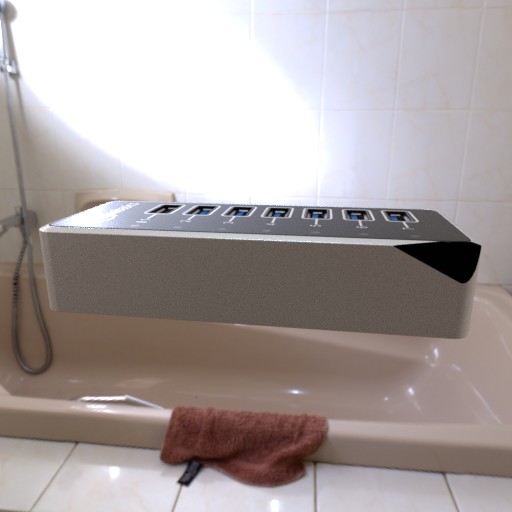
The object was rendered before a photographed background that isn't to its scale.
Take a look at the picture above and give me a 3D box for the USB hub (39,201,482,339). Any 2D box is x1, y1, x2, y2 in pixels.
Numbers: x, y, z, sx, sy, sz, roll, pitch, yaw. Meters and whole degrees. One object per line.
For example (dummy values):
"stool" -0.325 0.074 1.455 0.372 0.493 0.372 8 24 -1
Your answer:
"USB hub" 0.000 0.000 0.129 0.110 0.023 0.044 3 17 9
